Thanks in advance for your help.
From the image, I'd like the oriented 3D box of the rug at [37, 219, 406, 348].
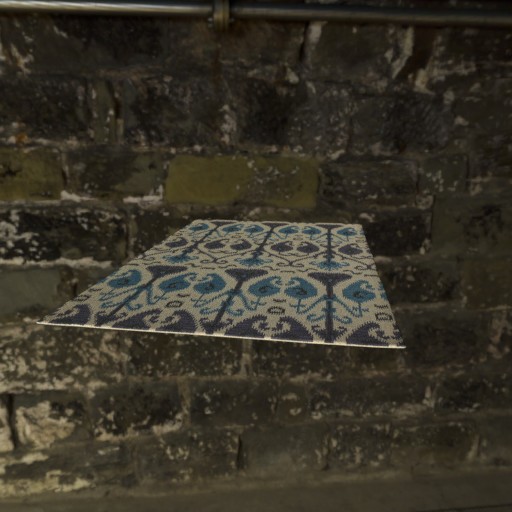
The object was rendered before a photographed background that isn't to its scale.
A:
[{"bbox_3d":[0.000,0.000,2.052,1.072,0.013,1.698,2,15,9],"label":"rug"}]
